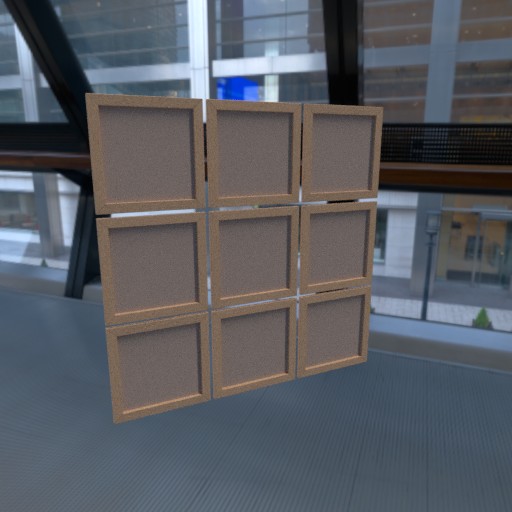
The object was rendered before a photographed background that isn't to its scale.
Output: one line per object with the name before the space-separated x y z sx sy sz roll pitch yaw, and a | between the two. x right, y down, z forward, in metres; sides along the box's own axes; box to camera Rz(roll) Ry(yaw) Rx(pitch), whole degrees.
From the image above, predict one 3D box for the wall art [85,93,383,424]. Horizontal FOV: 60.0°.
wall art | 0.000 0.000 1.376 0.917 0.910 0.012 -6 15 -24
